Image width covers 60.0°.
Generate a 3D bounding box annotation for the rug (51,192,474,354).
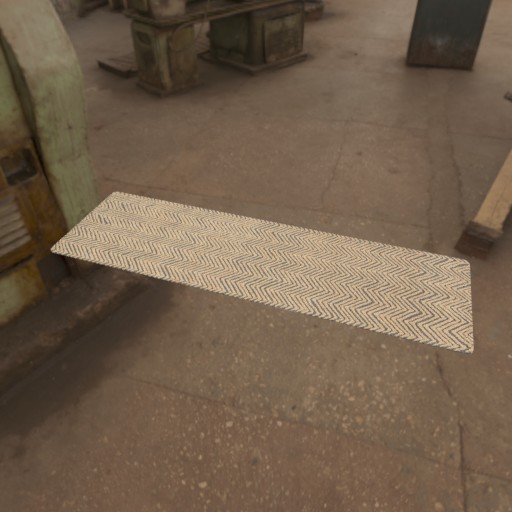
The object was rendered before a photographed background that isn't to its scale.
[{"bbox_3d":[0.000,0.000,2.511,2.286,0.008,0.686,12,41,14],"label":"rug"}]
